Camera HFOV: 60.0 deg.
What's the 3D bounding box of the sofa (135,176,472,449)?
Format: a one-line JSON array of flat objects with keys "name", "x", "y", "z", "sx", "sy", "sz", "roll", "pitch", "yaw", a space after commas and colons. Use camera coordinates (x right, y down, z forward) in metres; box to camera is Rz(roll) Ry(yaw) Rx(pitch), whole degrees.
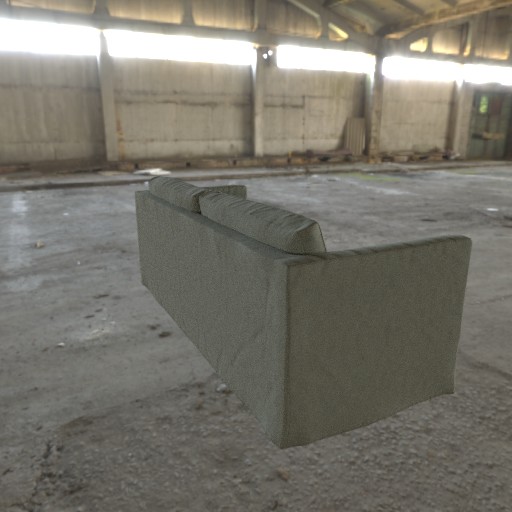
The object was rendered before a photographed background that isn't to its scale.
[{"name": "sofa", "x": 0.000, "y": 0.000, "z": 2.716, "sx": 0.962, "sy": 0.853, "sz": 2.312, "roll": -8, "pitch": 17, "yaw": -26}]
